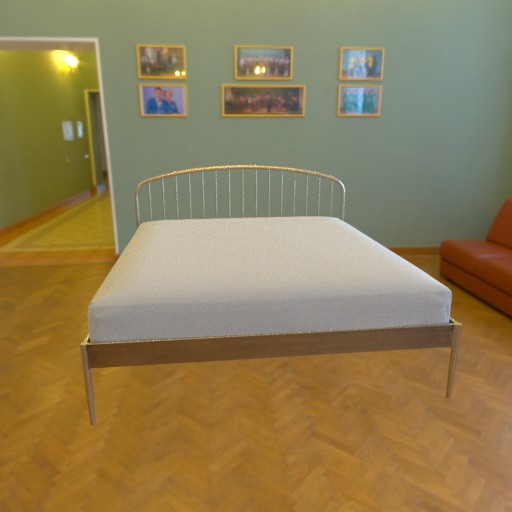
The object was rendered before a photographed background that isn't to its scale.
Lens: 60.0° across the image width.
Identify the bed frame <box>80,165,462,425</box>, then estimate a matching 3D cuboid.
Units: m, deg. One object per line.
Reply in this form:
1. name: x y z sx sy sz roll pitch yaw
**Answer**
1. bed frame: 0.000 0.000 3.298 2.016 1.174 2.152 -2 16 -7
